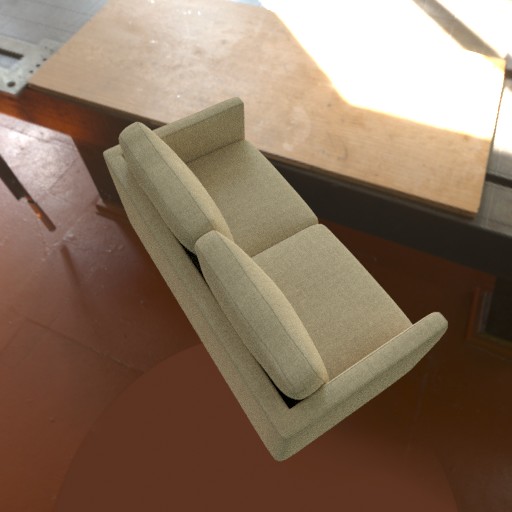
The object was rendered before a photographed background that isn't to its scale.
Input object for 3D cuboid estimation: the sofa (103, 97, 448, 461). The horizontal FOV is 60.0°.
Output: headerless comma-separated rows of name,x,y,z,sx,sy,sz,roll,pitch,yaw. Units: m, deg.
sofa,0.000,0.000,2.504,0.950,0.963,1.884,-29,63,-16
